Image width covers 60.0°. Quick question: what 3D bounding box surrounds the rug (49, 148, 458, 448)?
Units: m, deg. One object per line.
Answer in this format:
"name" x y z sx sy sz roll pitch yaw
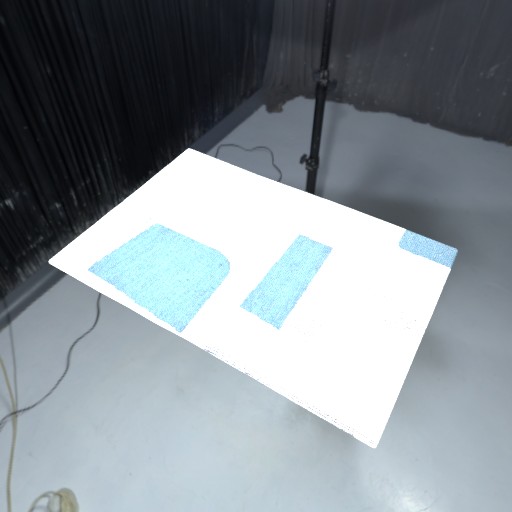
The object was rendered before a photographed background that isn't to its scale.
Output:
"rug" 0.000 0.000 2.397 1.847 0.020 1.238 24 52 21
